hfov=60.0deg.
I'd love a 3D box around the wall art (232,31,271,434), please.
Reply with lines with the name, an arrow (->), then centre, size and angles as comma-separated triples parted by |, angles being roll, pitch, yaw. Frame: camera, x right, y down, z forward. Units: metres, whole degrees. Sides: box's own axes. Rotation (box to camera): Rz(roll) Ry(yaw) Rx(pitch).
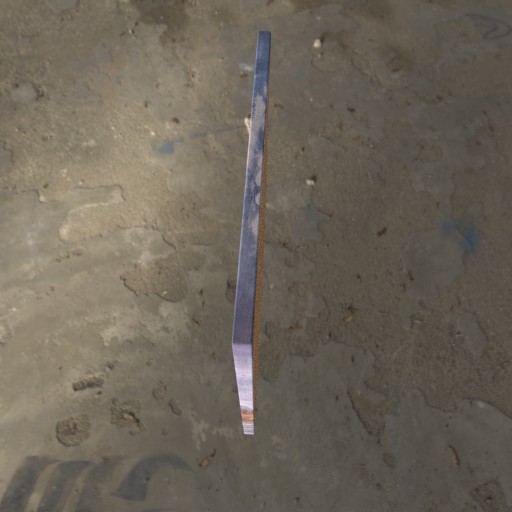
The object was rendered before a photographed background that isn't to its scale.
wall art -> 0.000, 0.000, 1.359 | 0.035, 0.897, 0.888 | 3, 59, 2
